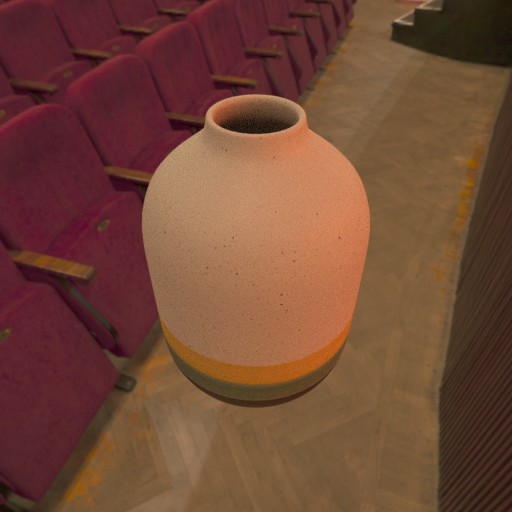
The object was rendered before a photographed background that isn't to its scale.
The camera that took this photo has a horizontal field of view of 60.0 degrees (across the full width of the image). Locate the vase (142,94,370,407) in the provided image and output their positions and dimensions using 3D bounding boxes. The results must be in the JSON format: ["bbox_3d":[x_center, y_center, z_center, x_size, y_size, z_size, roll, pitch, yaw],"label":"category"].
[{"bbox_3d":[0.000,0.000,0.359,0.169,0.240,0.169,0,41,0],"label":"vase"}]
